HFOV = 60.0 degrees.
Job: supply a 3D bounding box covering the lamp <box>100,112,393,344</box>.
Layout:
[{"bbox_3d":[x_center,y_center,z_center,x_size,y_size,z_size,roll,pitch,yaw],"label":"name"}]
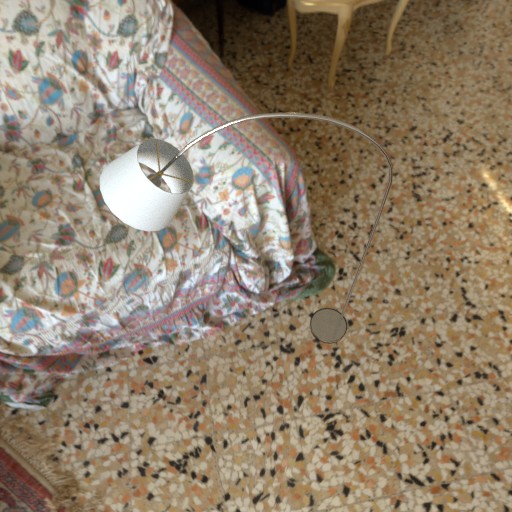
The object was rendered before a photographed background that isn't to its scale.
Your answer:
[{"bbox_3d":[0.000,0.000,2.654,1.445,2.098,0.406,-1,57,-1],"label":"lamp"}]
